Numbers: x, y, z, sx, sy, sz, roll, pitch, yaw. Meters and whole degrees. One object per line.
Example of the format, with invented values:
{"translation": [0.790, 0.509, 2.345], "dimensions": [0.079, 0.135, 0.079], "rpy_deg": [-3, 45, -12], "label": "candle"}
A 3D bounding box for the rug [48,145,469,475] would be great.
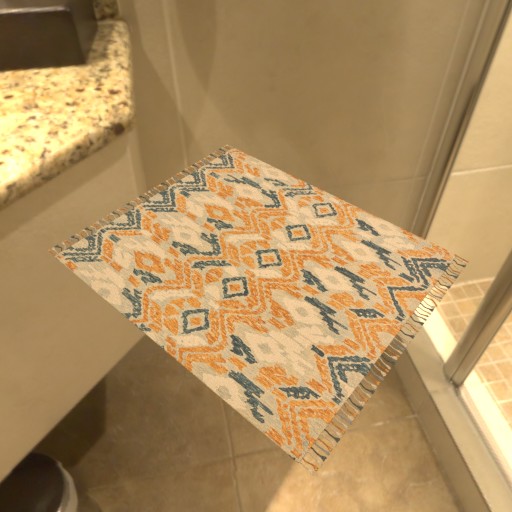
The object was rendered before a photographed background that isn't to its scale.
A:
{"translation": [0.000, 0.000, 4.090], "dimensions": [3.048, 0.010, 2.439], "rpy_deg": [31, 53, 27], "label": "rug"}
